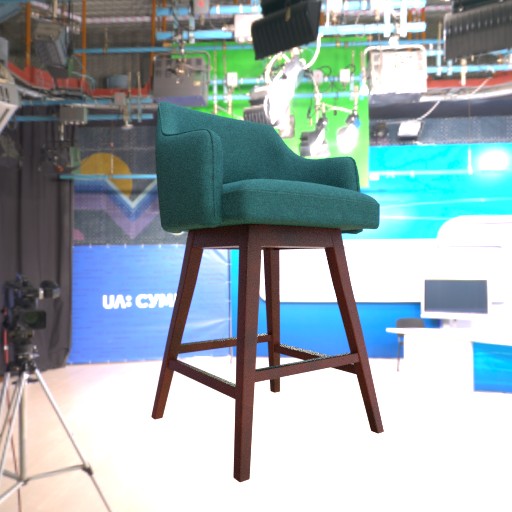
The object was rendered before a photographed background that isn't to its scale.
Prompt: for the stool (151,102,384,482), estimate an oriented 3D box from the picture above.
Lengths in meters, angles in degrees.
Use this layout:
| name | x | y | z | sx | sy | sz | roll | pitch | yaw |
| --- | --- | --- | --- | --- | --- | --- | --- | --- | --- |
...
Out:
| name | x | y | z | sx | sy | sz | roll | pitch | yaw |
| --- | --- | --- | --- | --- | --- | --- | --- | --- | --- |
| stool | 0.000 | 0.000 | 1.292 | 0.548 | 0.961 | 0.556 | 0 | -1 | -36 |
